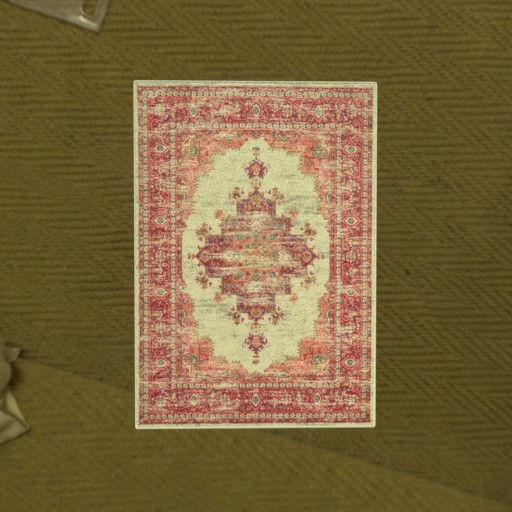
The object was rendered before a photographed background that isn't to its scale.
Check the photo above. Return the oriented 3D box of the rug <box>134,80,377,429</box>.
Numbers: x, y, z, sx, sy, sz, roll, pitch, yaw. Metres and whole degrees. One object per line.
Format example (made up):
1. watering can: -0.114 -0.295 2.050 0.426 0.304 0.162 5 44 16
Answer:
1. rug: 0.000 0.000 2.232 1.217 0.011 1.747 0 91 -1
